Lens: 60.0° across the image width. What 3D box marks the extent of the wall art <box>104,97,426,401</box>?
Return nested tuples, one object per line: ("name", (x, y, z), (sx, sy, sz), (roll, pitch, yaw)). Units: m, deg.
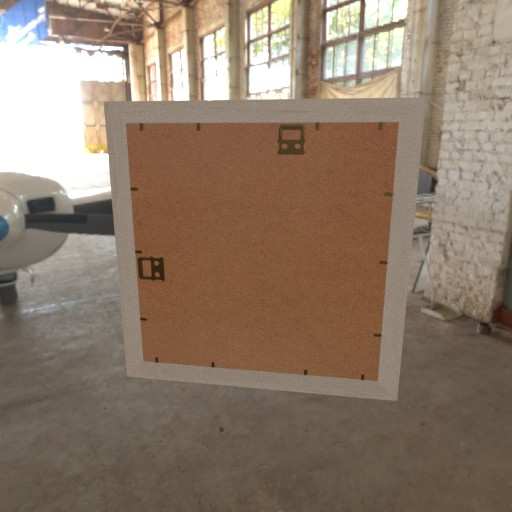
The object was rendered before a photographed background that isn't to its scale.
("wall art", (0.000, 0.000, 0.876), (0.584, 0.584, 0.013), (2, 16, 9))
